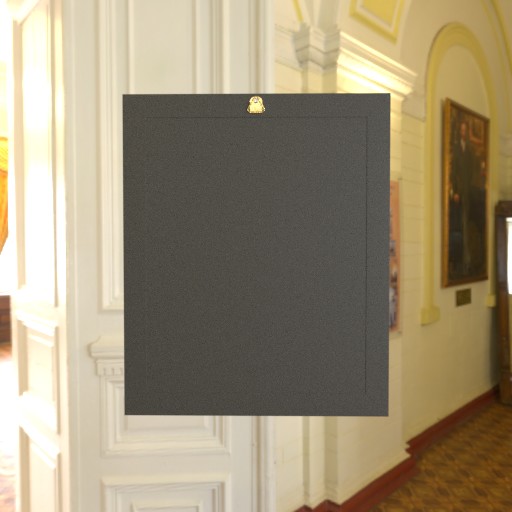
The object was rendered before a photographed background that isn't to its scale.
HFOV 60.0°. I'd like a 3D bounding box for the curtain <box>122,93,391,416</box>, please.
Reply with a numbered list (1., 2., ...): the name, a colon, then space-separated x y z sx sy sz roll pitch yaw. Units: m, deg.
1. curtain: 0.000 0.000 0.809 0.483 0.585 0.027 0 1 1
